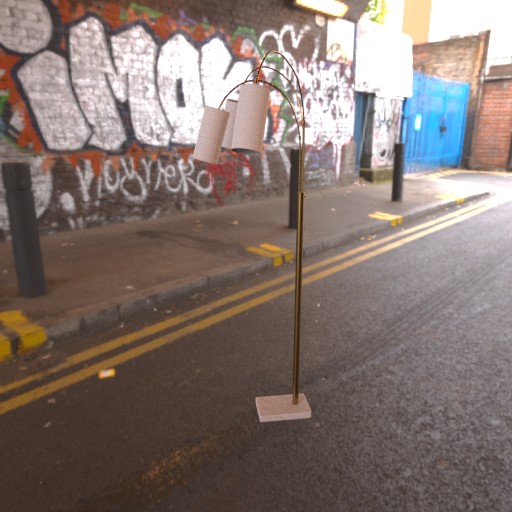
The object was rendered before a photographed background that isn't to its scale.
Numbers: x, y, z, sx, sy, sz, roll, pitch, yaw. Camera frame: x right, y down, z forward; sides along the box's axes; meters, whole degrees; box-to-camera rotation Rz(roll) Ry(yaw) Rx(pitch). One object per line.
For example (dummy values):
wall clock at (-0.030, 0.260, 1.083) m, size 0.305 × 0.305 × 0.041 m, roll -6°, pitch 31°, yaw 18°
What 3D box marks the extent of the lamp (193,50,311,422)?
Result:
lamp at (0.000, 0.000, 2.503) m, size 0.667 × 2.055 × 1.020 m, roll -2°, pitch 16°, yaw -8°
